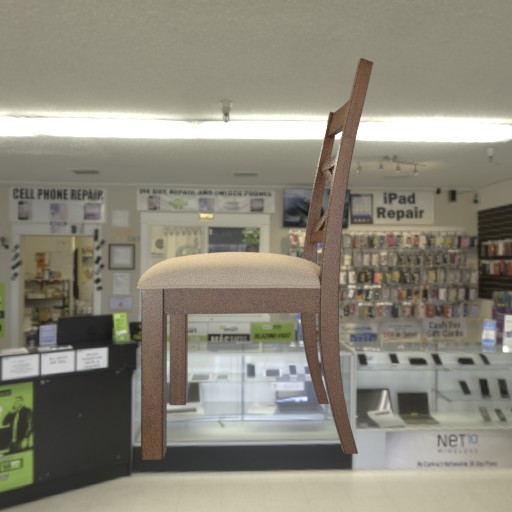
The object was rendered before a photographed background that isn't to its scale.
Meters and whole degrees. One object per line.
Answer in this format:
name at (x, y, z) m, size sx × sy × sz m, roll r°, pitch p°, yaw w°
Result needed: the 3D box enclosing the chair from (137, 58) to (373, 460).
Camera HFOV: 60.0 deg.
chair at (0.000, 0.000, 1.258) m, size 0.581 × 0.949 × 0.461 m, roll 0°, pitch -1°, yaw -1°
